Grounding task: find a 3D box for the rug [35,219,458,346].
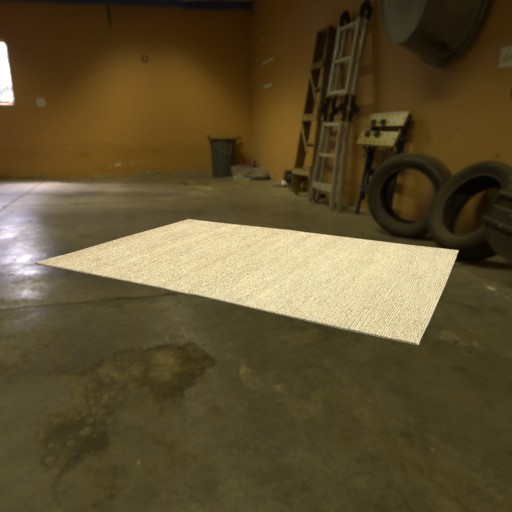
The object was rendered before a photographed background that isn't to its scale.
[{"bbox_3d":[0.000,0.000,2.946,2.342,0.030,1.609,9,18,28],"label":"rug"}]
